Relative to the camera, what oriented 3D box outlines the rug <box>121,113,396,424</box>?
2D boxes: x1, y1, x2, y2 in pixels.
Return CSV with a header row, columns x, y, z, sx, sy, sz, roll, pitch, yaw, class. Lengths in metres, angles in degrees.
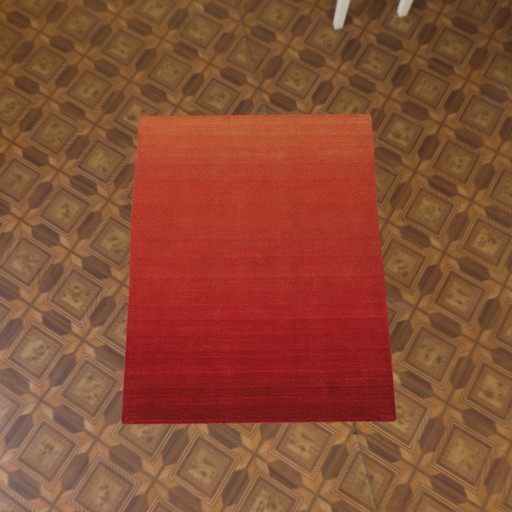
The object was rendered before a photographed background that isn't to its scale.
x,y,z,sx,sy,sz,roll,pitch,yaw,class
0.000,0.000,4.081,2.340,0.028,2.905,-1,76,0,rug
